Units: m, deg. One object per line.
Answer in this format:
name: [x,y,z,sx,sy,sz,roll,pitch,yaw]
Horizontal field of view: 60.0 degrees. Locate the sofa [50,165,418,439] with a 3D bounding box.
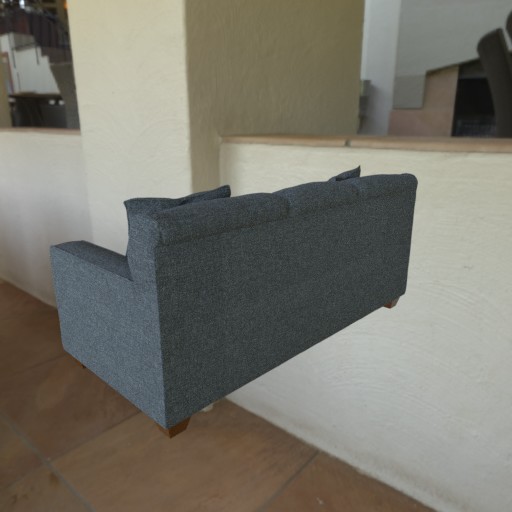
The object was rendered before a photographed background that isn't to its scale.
sofa: [0.000,0.000,2.600,0.997,0.958,2.024,15,23,42]
